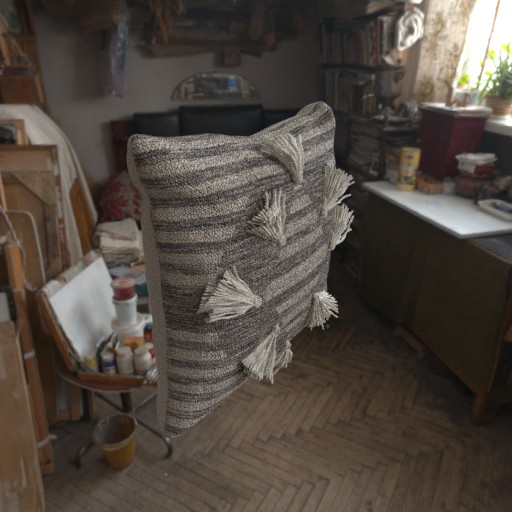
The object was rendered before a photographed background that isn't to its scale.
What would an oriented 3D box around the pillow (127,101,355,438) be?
[{"bbox_3d":[0.000,0.000,0.794,0.234,0.490,0.484,17,30,32],"label":"pillow"}]
